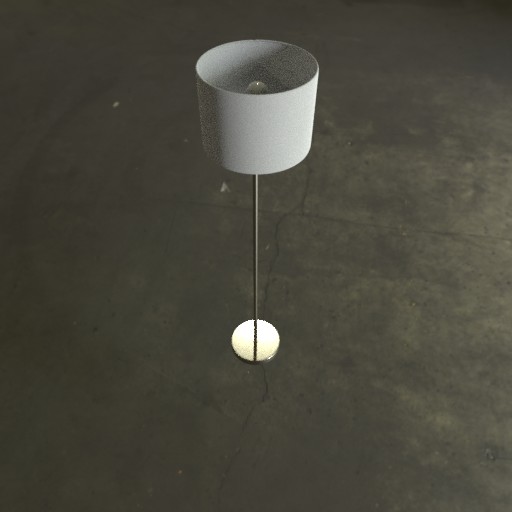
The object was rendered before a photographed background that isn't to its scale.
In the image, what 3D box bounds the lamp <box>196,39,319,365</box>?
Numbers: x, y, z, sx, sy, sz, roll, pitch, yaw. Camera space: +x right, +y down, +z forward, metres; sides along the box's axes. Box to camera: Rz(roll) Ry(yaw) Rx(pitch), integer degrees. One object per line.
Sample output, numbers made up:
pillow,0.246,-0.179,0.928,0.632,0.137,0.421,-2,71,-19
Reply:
lamp,0.000,0.000,1.789,0.324,1.600,0.416,-3,48,-2
